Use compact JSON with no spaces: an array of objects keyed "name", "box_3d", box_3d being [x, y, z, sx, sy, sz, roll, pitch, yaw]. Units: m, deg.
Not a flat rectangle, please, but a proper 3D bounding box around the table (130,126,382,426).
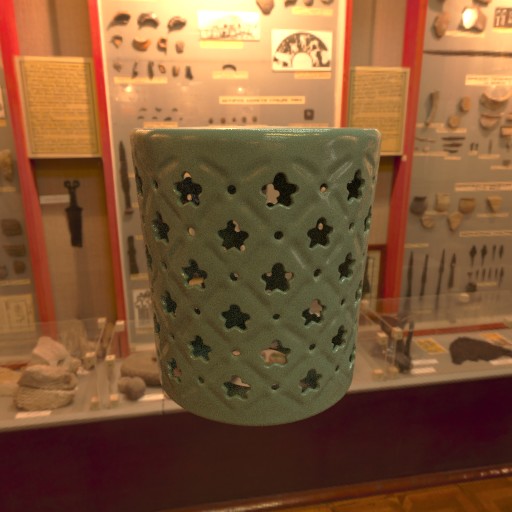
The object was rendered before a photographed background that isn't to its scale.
[{"name":"table","box_3d":[0.000,0.000,0.687,0.352,0.387,0.352,0,16,0]}]
